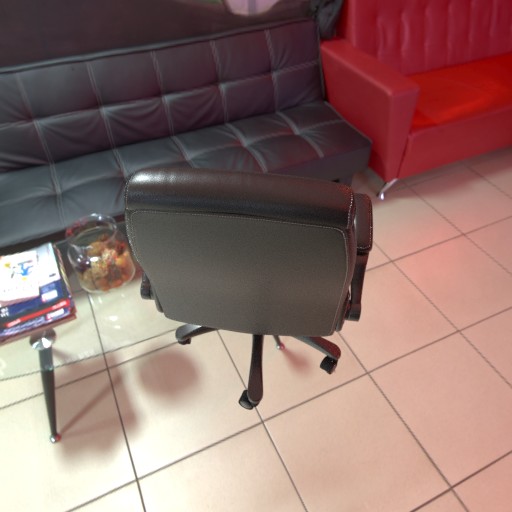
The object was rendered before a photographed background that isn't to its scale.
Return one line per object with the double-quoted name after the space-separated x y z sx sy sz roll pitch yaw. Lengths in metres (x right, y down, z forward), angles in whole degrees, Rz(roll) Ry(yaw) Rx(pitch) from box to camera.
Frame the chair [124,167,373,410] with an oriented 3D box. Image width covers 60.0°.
0.000 0.000 1.612 0.782 1.110 0.724 5 46 5 "chair"
